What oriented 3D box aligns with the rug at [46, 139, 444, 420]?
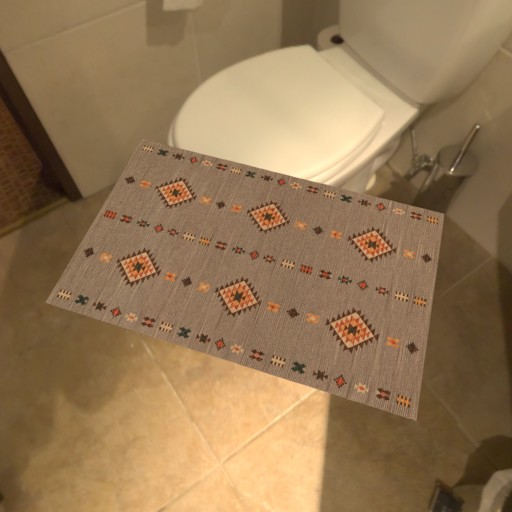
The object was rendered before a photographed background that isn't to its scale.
[{"bbox_3d":[0.000,0.000,3.091,2.427,0.007,1.515,16,62,8],"label":"rug"}]
